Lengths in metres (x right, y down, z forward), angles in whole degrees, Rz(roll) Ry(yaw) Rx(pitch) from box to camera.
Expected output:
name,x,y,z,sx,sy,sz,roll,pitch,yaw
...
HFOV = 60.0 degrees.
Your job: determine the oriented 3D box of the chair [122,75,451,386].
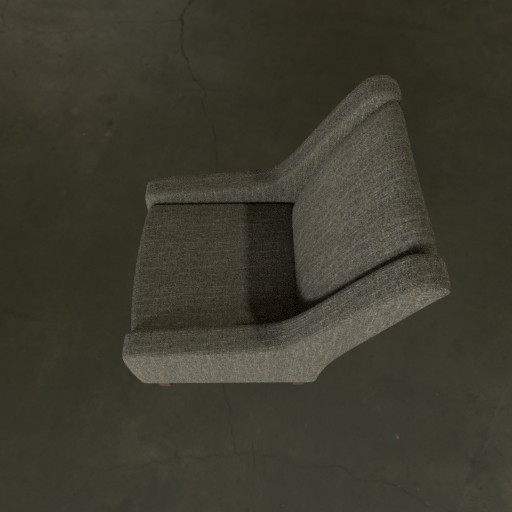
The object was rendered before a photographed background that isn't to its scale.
name,x,y,z,sx,sy,sz,roll,pitch,yaw
chair,0.000,0.000,1.673,0.944,1.012,0.793,-1,59,0
